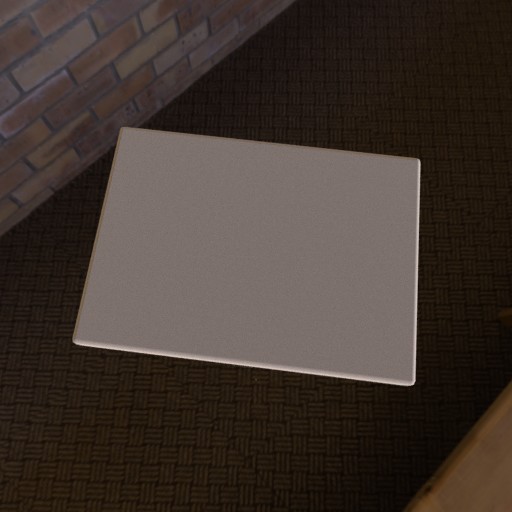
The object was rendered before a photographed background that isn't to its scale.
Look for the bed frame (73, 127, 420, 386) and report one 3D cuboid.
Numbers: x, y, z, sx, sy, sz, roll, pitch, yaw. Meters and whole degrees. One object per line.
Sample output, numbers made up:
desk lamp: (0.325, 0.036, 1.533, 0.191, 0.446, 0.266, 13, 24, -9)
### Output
bed frame: (0.000, 0.000, 3.888, 2.842, 0.680, 2.205, 14, 75, 4)
